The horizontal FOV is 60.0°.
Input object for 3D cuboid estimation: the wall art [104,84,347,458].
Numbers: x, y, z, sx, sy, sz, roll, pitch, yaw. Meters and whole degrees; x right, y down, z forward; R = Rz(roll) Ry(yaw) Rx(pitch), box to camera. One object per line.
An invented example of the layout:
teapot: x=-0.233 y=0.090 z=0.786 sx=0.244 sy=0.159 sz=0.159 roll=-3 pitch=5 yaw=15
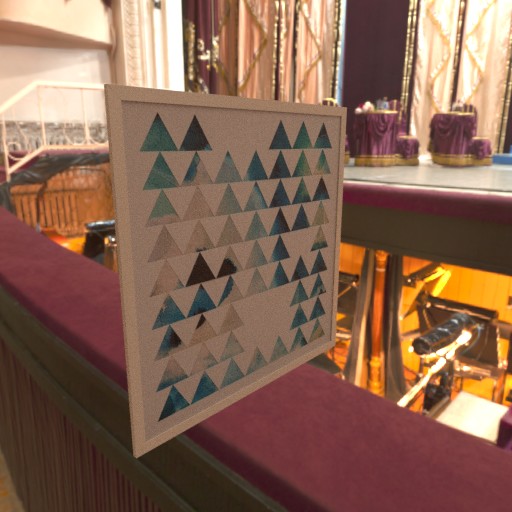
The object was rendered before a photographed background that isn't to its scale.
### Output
wall art: x=0.000 y=0.000 z=1.207 sx=0.012 sy=0.809 sz=0.809 roll=13 pitch=20 yaw=42
